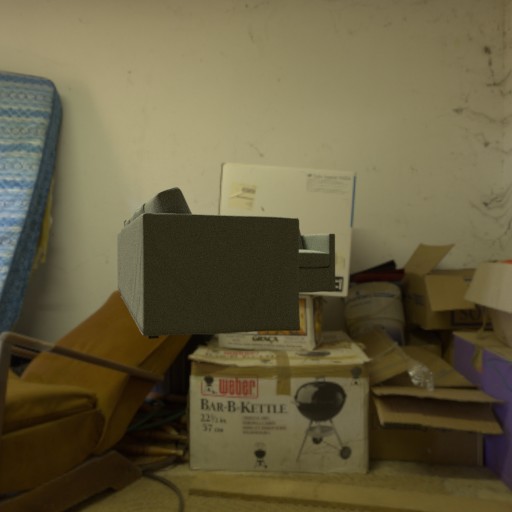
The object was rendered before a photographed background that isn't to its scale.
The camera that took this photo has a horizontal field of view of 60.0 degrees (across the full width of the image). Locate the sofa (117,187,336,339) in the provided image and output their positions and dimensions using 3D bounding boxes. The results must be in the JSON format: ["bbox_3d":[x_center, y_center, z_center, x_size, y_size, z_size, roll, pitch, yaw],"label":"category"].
[{"bbox_3d":[0.000,0.000,4.253,2.432,0.871,3.182,0,1,-20],"label":"sofa"}]
